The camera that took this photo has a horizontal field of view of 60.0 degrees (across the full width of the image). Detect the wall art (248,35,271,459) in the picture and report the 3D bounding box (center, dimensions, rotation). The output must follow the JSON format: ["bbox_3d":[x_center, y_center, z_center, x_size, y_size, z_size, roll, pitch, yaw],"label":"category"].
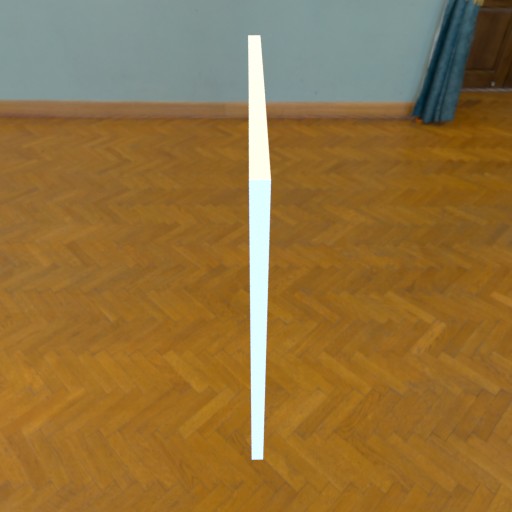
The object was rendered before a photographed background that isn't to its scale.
[{"bbox_3d":[0.000,0.000,1.374,0.039,1.050,0.795,-1,42,-1],"label":"wall art"}]
